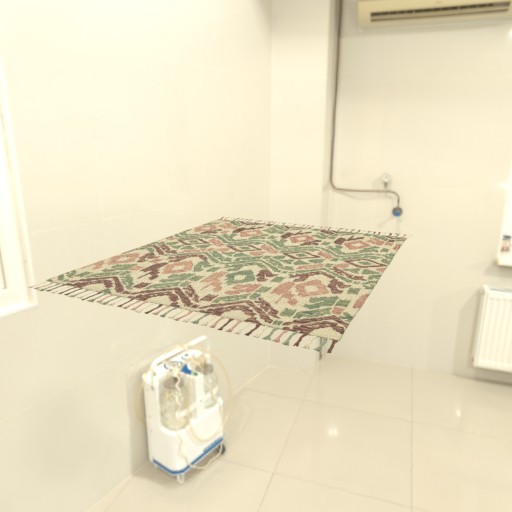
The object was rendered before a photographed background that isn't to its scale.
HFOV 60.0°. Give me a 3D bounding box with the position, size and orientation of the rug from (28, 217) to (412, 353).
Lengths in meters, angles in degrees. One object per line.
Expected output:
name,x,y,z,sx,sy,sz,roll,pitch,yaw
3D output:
rug,0.000,0.000,4.157,2.438,0.010,3.048,8,18,25
